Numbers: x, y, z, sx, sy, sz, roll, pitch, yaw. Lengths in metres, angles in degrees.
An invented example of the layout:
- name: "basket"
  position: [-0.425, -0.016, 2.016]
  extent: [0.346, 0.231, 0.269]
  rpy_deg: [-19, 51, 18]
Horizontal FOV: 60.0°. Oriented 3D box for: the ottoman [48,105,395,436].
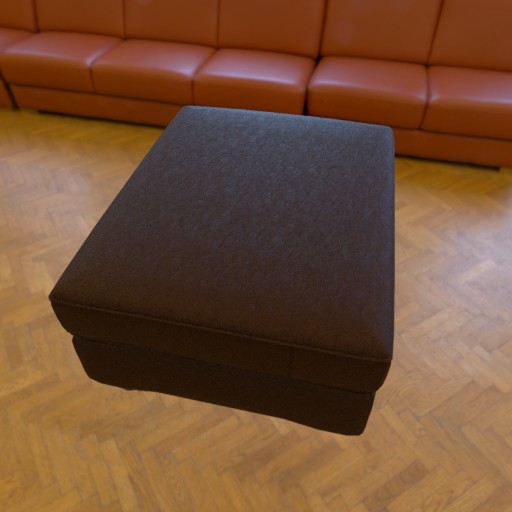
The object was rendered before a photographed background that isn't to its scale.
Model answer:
- name: "ottoman"
  position: [0.000, 0.000, 1.783]
  extent: [0.967, 0.730, 1.187]
  rpy_deg: [9, 46, 9]
